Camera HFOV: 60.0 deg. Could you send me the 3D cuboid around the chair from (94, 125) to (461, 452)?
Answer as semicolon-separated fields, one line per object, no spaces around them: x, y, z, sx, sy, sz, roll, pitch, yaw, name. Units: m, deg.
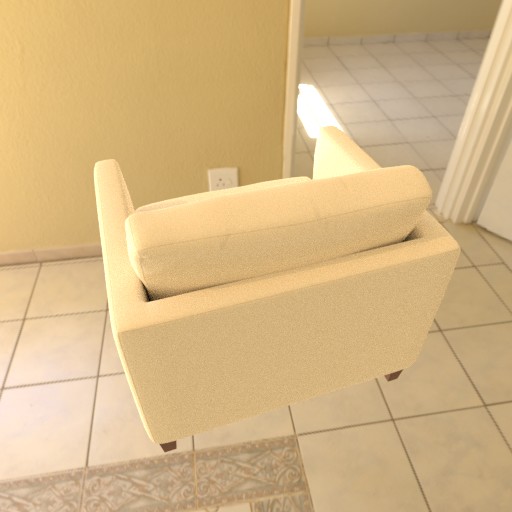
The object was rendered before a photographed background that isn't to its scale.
0.000;0.000;1.630;1.019;0.885;0.878;-13;44;-14;chair
